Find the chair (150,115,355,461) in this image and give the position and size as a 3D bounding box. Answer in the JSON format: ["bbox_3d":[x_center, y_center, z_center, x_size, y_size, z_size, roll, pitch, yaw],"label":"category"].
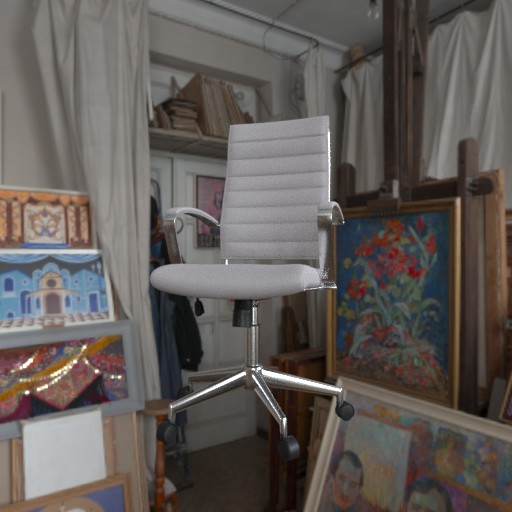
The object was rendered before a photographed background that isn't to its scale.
[{"bbox_3d":[0.000,0.000,1.591,0.679,1.149,0.667,0,0,18],"label":"chair"}]
